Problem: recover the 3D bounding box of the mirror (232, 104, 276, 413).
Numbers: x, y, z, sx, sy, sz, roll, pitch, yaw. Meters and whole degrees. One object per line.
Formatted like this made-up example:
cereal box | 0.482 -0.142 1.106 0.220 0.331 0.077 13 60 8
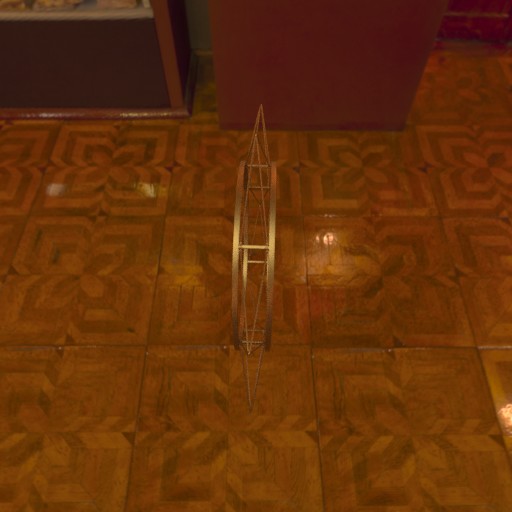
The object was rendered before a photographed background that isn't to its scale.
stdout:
mirror | 0.000 0.000 0.825 0.062 0.581 0.498 2 56 1
